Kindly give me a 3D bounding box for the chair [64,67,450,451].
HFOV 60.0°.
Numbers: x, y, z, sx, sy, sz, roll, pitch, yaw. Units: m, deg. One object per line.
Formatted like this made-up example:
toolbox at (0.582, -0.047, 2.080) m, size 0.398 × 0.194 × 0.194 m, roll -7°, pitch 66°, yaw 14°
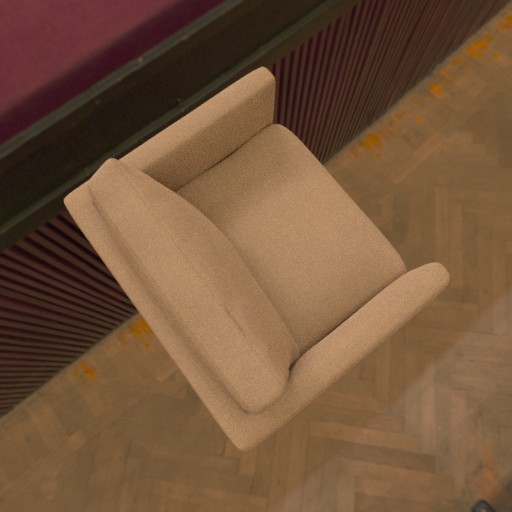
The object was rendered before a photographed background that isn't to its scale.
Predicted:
chair at (0.000, 0.000, 1.814) m, size 0.959 × 0.961 × 1.107 m, roll -37°, pitch 79°, yaw -8°
